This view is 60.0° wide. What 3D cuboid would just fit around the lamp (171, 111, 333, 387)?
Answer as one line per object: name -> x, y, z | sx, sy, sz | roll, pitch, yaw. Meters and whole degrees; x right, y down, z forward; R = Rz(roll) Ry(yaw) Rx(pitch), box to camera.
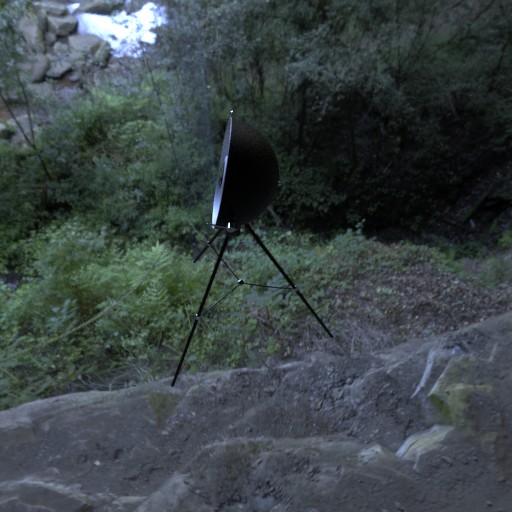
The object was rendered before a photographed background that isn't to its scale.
lamp -> 0.000, 0.000, 2.033 | 0.920, 1.512, 0.817 | 2, 58, 1
